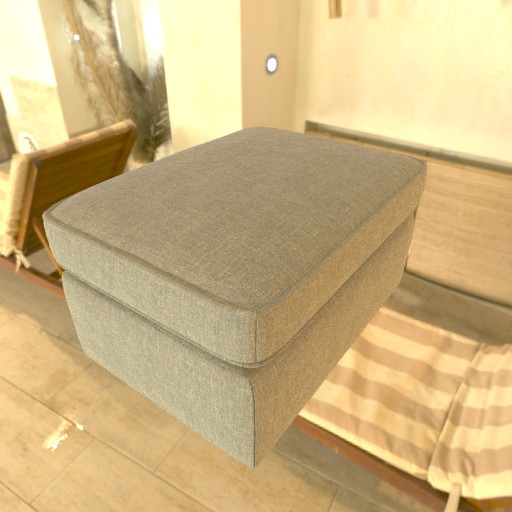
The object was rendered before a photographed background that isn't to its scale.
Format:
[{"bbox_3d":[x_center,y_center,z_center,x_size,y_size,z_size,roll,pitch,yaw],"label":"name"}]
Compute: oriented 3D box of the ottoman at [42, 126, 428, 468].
[{"bbox_3d":[0.000,0.000,1.082,0.559,0.457,0.762,22,39,30],"label":"ottoman"}]
